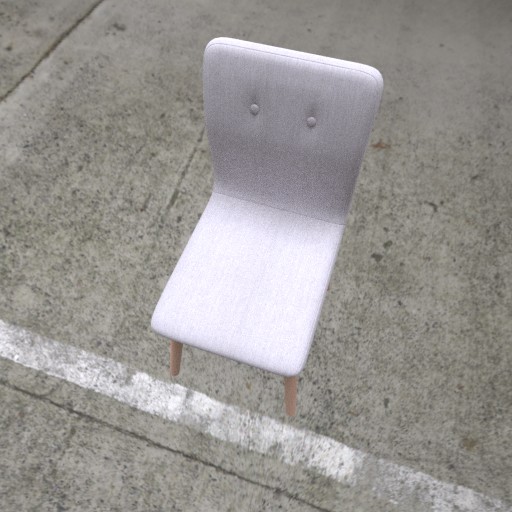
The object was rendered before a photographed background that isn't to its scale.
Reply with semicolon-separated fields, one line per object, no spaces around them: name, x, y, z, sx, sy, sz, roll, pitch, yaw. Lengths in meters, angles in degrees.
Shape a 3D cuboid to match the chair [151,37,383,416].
chair;0.000;0.000;1.198;0.435;0.885;0.550;16;59;10
